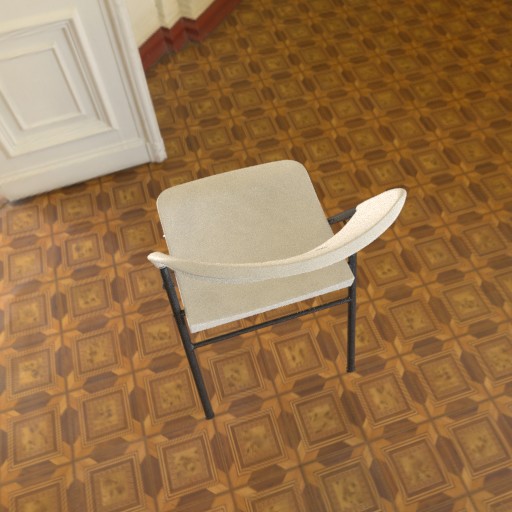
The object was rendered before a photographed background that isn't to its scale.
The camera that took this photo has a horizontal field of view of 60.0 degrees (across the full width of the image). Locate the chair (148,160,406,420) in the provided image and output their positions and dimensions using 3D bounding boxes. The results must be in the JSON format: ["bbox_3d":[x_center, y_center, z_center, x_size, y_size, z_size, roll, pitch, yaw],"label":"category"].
[{"bbox_3d":[0.000,0.000,1.161,0.494,0.810,0.566,-15,60,-9],"label":"chair"}]
